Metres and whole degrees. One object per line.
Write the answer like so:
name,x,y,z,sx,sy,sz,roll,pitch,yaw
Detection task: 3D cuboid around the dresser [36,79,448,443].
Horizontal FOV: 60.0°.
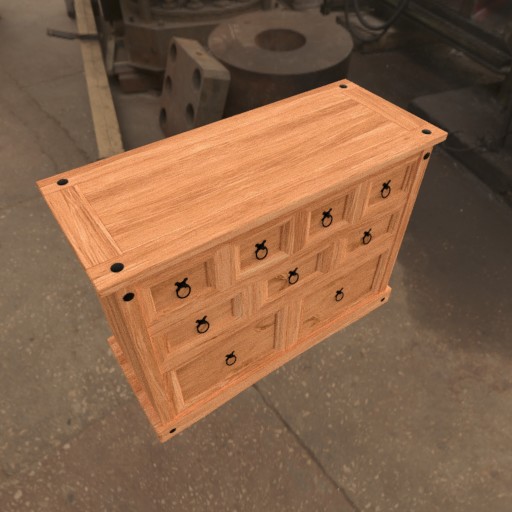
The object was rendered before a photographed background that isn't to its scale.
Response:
dresser,0.000,0.000,1.393,0.990,0.740,0.410,-26,51,-23
